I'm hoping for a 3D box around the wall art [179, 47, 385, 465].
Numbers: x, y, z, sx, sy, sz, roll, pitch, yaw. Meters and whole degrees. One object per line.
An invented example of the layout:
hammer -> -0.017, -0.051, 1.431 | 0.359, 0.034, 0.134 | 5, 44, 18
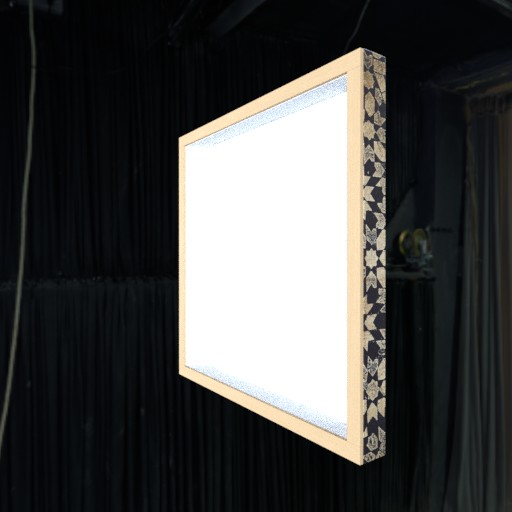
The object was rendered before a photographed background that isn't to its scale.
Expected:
wall art -> 0.000, 0.000, 0.605 | 0.038, 0.405, 0.405 | 0, 0, -35
